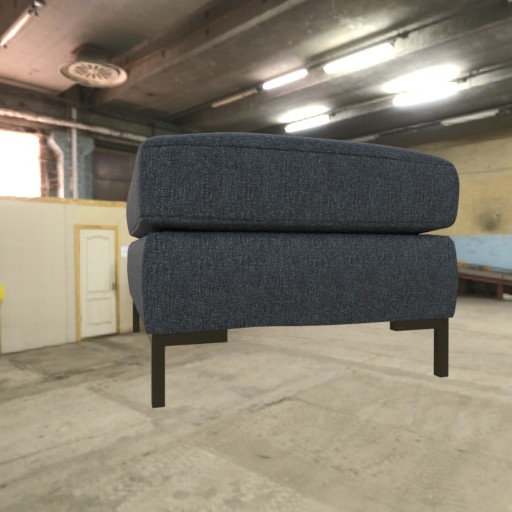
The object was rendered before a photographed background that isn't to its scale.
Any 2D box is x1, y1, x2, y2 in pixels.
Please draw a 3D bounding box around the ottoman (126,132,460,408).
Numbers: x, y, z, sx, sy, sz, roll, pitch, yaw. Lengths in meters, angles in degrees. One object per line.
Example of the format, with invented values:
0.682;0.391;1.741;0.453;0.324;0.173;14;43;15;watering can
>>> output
0.000;0.000;1.262;0.695;0.533;0.831;0;1;-18;ottoman
